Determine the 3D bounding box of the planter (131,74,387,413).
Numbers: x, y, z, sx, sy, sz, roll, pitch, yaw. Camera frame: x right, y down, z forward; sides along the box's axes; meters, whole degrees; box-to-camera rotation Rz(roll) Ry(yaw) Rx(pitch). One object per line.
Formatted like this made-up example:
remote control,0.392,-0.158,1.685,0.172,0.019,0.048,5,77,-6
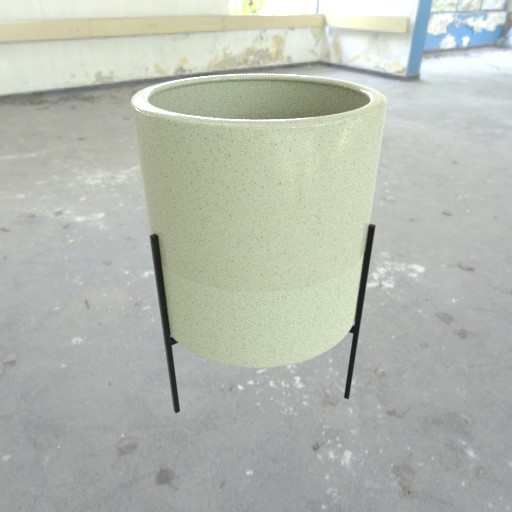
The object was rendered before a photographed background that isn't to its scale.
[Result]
planter,0.000,0.000,0.676,0.323,0.475,0.314,-20,36,-30
